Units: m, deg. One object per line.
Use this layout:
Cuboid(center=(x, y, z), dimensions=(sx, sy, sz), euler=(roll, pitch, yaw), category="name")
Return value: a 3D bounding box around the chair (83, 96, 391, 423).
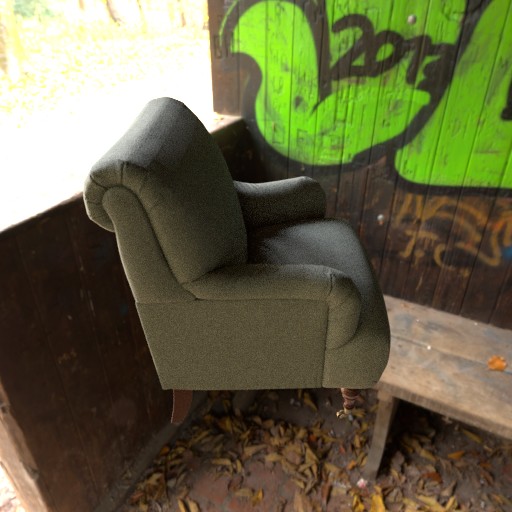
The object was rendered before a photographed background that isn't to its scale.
Cuboid(center=(0.000, 0.000, 1.945), dimensions=(1.060, 1.178, 0.964), euler=(0, 32, 0), category="chair")
